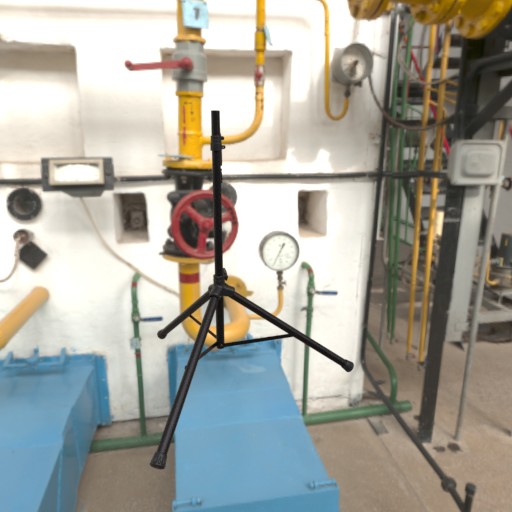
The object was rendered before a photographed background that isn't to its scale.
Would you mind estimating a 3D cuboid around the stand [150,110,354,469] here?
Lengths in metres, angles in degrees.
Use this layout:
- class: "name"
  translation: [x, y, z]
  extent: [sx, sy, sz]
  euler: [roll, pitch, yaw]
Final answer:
- class: "stand"
  translation: [0.000, 0.000, 1.824]
  extent: [0.907, 1.136, 1.045]
  euler: [-2, 15, -9]
